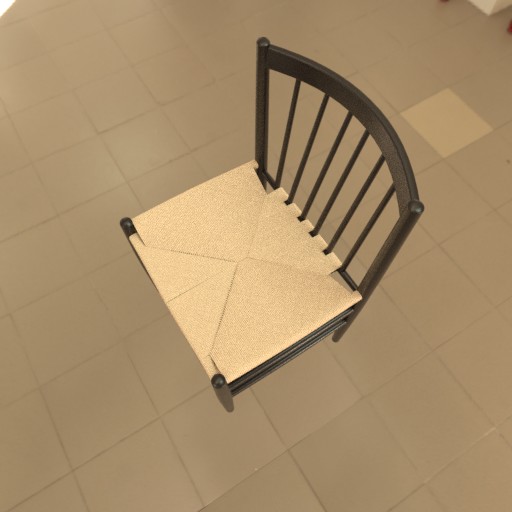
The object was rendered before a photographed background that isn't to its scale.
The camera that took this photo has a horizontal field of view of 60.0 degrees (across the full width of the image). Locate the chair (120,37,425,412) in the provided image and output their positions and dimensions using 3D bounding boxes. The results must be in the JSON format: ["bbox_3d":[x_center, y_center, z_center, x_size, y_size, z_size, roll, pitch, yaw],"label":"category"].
[{"bbox_3d":[0.000,0.000,1.131,0.516,0.818,0.495,-30,68,-13],"label":"chair"}]
